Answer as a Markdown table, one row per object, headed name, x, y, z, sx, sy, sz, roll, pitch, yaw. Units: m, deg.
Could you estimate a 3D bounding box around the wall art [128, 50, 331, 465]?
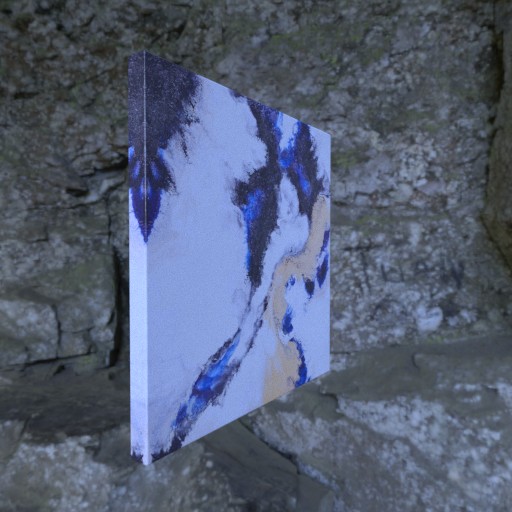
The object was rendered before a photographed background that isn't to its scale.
| name | x | y | z | sx | sy | sz | roll | pitch | yaw |
| --- | --- | --- | --- | --- | --- | --- | --- | --- | --- |
| wall art | 0.000 | 0.000 | 0.904 | 0.039 | 0.609 | 0.609 | 1 | 2 | 35 |
